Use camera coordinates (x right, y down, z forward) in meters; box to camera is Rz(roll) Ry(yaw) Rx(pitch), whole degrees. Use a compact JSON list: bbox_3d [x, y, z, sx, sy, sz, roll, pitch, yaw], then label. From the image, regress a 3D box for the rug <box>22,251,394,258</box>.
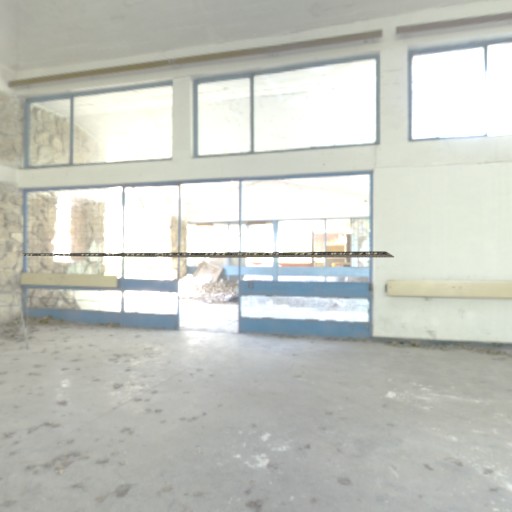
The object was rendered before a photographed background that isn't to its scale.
[{"bbox_3d":[0.000,0.000,3.914,2.305,0.017,2.902,0,-1,18],"label":"rug"}]
